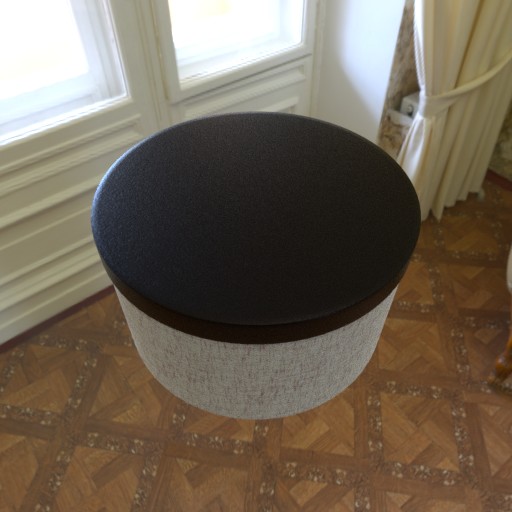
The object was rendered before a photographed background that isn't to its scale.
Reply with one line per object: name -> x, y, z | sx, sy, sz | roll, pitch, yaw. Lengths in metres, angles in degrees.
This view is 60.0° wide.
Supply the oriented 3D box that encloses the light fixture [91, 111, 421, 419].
light fixture -> 0.000, 0.000, 0.620 | 0.389, 0.229, 0.389 | 0, 46, 0
